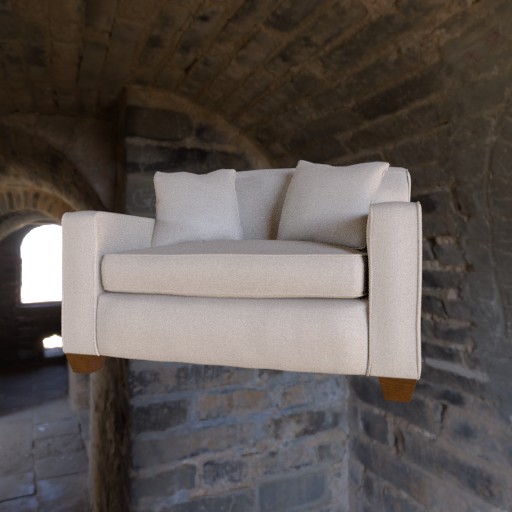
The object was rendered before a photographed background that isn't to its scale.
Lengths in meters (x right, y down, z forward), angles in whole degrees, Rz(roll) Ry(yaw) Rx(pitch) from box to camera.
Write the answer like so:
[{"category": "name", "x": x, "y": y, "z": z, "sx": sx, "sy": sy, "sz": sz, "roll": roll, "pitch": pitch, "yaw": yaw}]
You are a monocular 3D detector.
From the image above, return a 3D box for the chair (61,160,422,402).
[{"category": "chair", "x": 0.000, "y": 0.000, "z": 2.033, "sx": 1.383, "sy": 0.948, "sz": 1.000, "roll": 0, "pitch": 1, "yaw": 16}]
